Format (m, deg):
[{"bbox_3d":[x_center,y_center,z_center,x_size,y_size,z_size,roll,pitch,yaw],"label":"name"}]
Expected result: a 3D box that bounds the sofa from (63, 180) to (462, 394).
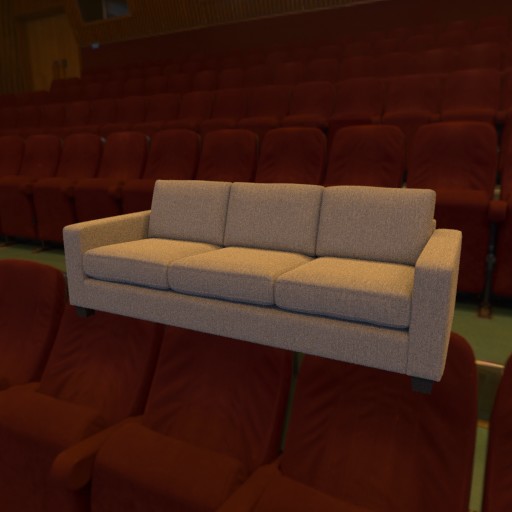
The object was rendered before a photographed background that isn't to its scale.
[{"bbox_3d":[0.000,0.000,2.563,2.120,0.800,0.900,7,15,26],"label":"sofa"}]
